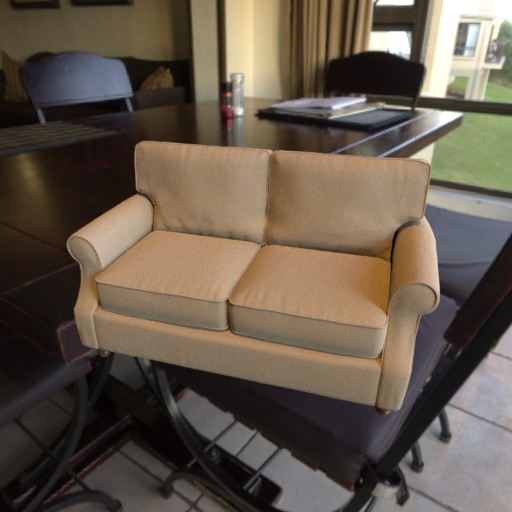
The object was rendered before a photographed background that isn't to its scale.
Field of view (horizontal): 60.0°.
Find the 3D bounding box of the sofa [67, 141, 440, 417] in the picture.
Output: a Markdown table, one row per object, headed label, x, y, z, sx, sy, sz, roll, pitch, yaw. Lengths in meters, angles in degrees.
| label | x | y | z | sx | sy | sz | roll | pitch | yaw |
| --- | --- | --- | --- | --- | --- | --- | --- | --- | --- |
| sofa | 0.000 | 0.000 | 2.204 | 1.665 | 0.937 | 0.964 | 8 | 28 | 15 |
